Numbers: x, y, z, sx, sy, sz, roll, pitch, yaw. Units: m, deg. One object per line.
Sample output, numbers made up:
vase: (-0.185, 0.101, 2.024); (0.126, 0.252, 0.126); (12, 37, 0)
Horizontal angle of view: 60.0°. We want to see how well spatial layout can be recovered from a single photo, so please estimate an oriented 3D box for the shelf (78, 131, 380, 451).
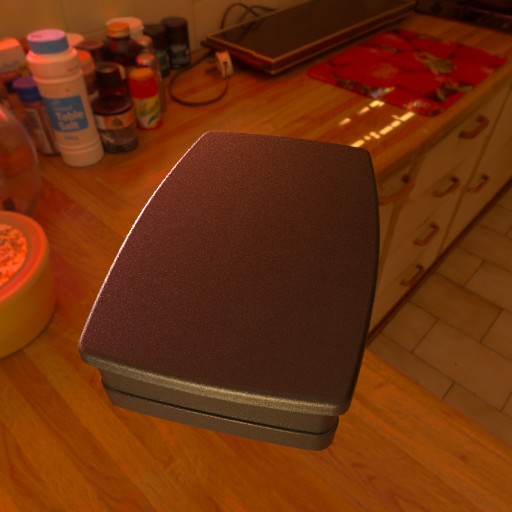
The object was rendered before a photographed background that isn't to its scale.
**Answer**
shelf: (0.000, 0.000, 0.538); (0.280, 0.100, 0.410); (9, 46, 9)
